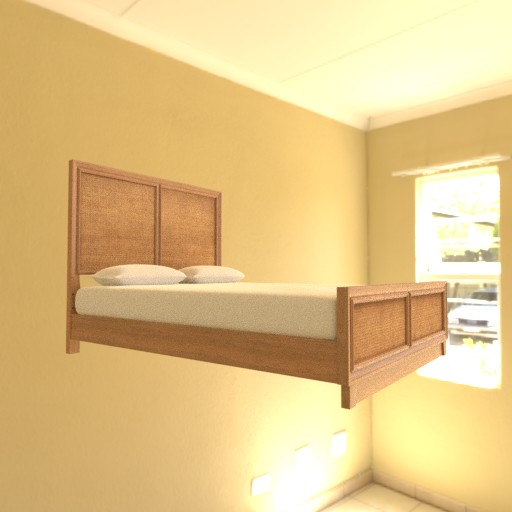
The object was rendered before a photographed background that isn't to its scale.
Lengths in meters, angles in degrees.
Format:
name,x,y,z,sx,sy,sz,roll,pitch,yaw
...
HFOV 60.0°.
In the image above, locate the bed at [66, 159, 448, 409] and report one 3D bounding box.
name,x,y,z,sx,sy,sz,roll,pitch,yaw
bed,0.000,0.000,3.167,2.184,1.387,1.606,-2,-3,37
